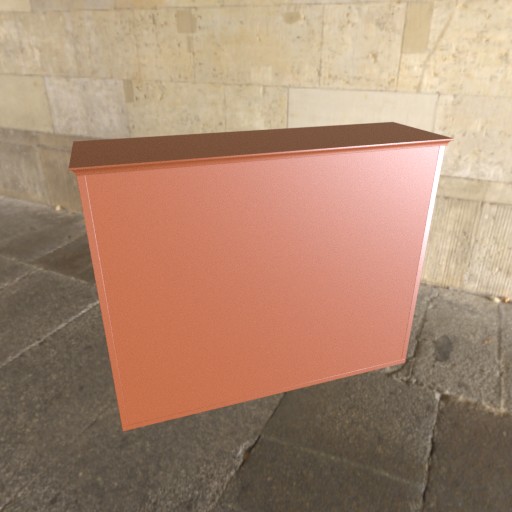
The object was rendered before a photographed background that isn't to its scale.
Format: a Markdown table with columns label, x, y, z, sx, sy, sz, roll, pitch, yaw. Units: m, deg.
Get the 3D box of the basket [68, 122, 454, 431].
| label | x | y | z | sx | sy | sz | roll | pitch | yaw |
| --- | --- | --- | --- | --- | --- | --- | --- | --- | --- |
| basket | 0.000 | 0.000 | 1.157 | 0.792 | 0.625 | 0.376 | -8 | 27 | -17 |
